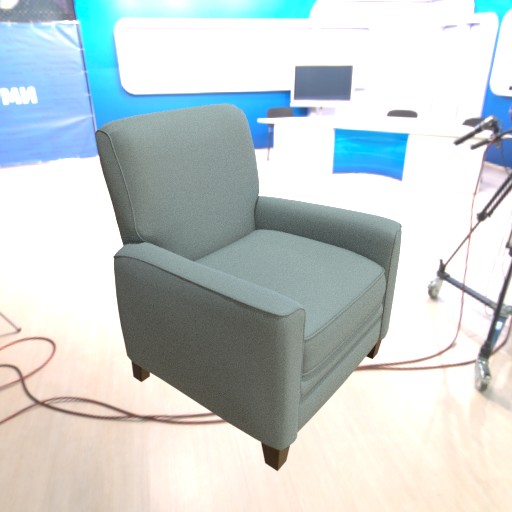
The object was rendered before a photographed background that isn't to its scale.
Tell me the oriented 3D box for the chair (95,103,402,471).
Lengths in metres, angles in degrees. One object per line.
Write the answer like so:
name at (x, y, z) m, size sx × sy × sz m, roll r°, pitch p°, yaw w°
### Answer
chair at (0.000, 0.000, 1.665) m, size 0.846 × 1.007 × 0.853 m, roll 19°, pitch 31°, yaw 34°
